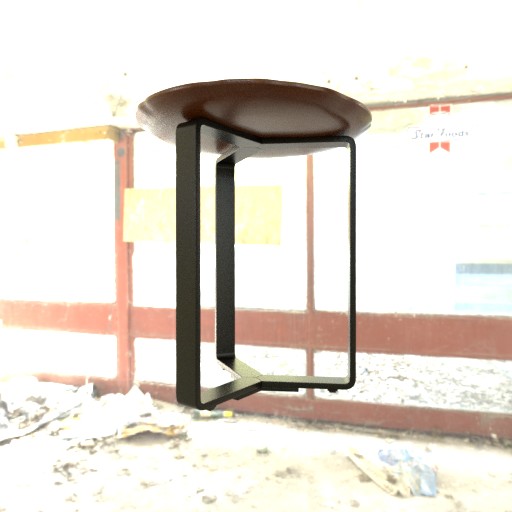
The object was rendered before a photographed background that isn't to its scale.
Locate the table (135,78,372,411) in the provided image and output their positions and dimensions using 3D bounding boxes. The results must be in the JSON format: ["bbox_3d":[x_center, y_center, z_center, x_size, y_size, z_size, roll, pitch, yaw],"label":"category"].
[{"bbox_3d":[0.000,0.000,0.760,0.380,0.450,0.410,0,1,37],"label":"table"}]
